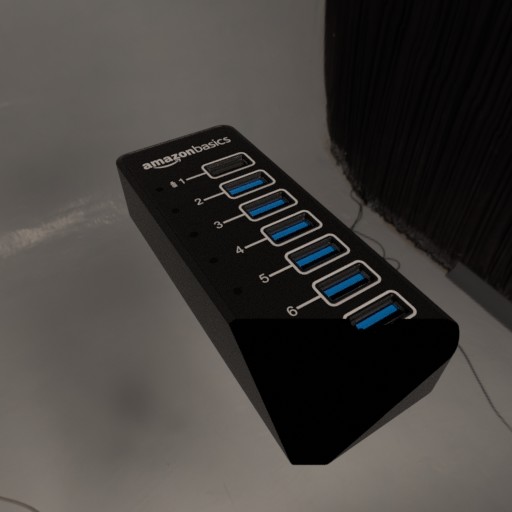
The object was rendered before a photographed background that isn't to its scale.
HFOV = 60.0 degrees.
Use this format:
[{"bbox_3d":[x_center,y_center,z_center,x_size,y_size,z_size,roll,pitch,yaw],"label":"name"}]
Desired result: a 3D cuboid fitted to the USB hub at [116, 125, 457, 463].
[{"bbox_3d":[0.000,0.000,0.130,0.044,0.023,0.110,-24,50,-22],"label":"USB hub"}]
